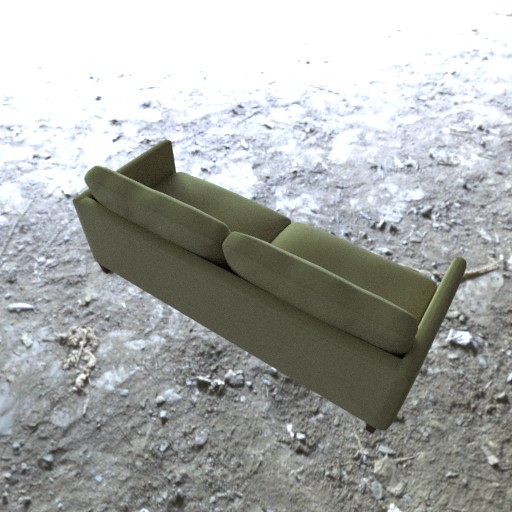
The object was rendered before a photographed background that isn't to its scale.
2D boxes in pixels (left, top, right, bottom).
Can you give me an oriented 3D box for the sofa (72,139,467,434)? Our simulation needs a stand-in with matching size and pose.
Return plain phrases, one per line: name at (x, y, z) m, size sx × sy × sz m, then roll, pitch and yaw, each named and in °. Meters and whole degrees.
sofa at (0.000, 0.000, 2.962) m, size 2.404 × 0.912 × 0.988 m, roll 26°, pitch 51°, yaw 23°
